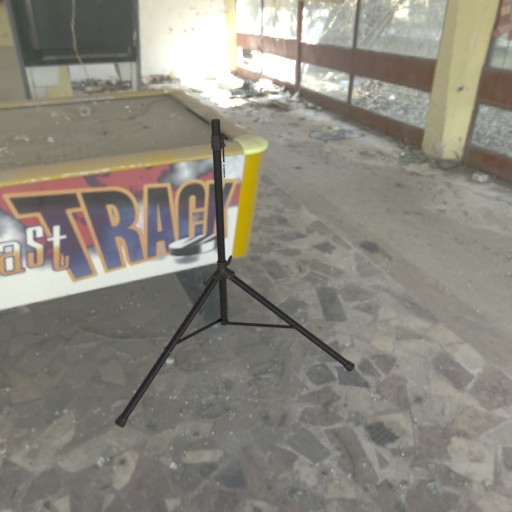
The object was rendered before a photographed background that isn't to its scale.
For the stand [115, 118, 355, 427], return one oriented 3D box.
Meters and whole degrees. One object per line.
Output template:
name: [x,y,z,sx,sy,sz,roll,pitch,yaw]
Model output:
stand: [0.000,0.000,2.695,1.339,1.595,1.596,7,30,12]
